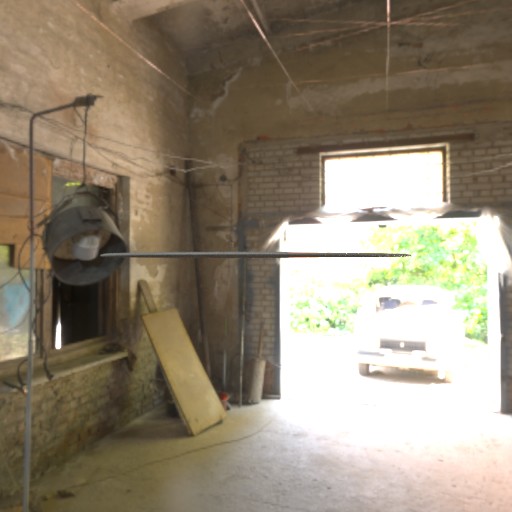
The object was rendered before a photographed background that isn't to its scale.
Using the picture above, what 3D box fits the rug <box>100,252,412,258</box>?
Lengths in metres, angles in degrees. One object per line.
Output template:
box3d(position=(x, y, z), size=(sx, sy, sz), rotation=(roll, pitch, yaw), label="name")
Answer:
box3d(position=(0.000, 0.000, 2.404), size=(1.593, 0.012, 1.593), rotation=(0, -1, 0), label="rug")
